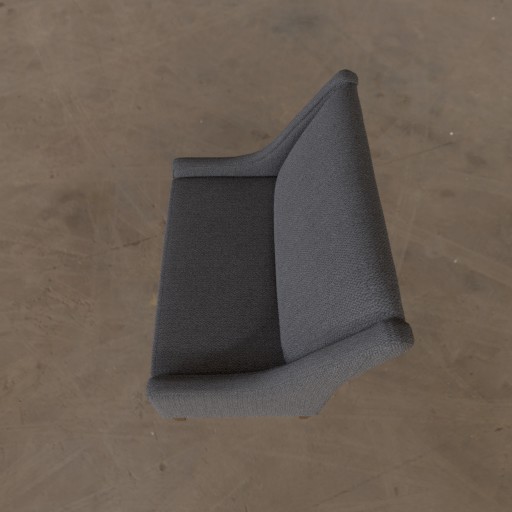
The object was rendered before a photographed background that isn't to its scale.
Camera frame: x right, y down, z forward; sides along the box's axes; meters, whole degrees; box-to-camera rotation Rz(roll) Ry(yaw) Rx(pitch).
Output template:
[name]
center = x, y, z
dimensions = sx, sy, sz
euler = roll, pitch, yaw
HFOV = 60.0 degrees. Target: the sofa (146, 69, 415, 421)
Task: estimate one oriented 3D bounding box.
[sofa]
center = 0.000, 0.000, 1.953
dimensions = 0.873, 1.022, 1.242
euler = -1, 58, -1
